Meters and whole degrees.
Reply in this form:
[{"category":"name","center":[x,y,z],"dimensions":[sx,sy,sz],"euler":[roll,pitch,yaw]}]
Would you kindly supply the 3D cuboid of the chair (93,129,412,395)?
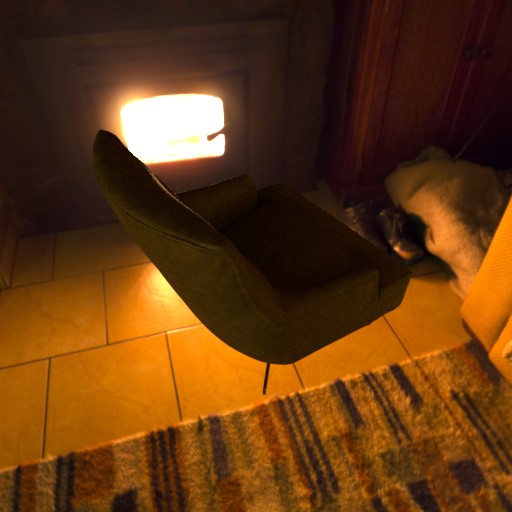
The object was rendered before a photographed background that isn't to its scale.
[{"category":"chair","center":[0.000,0.000,1.539],"dimensions":[0.874,0.870,0.738],"euler":[-26,47,-26]}]
